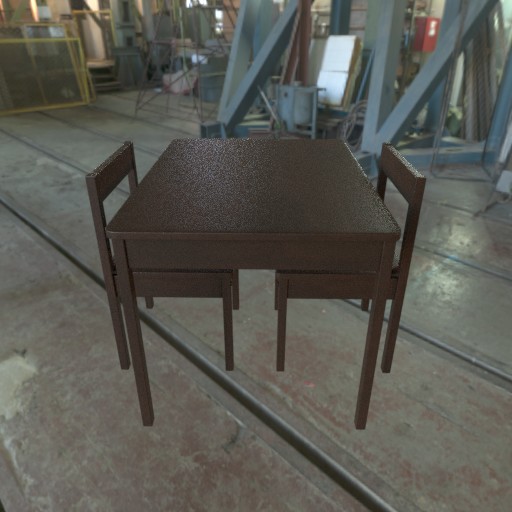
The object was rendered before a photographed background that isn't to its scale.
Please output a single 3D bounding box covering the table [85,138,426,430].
[{"bbox_3d":[0.000,0.000,1.110,0.672,0.503,0.650,1,28,1],"label":"table"}]
